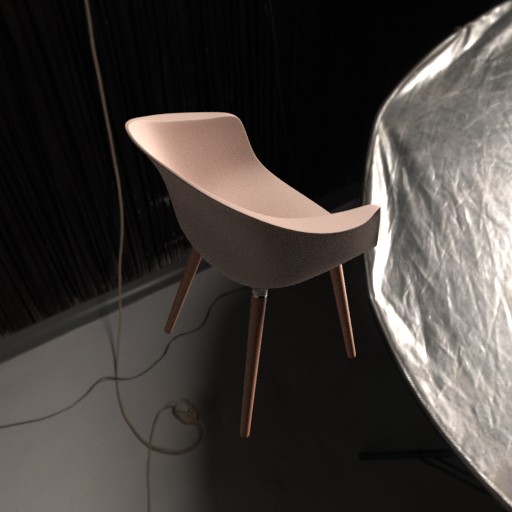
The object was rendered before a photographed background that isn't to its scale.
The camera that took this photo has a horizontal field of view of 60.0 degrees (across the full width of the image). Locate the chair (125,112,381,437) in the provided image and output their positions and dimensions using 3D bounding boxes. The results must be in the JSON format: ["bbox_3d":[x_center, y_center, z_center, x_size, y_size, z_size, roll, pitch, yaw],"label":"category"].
[{"bbox_3d":[0.000,0.000,1.161,0.504,0.781,0.593,-26,48,-26],"label":"chair"}]
